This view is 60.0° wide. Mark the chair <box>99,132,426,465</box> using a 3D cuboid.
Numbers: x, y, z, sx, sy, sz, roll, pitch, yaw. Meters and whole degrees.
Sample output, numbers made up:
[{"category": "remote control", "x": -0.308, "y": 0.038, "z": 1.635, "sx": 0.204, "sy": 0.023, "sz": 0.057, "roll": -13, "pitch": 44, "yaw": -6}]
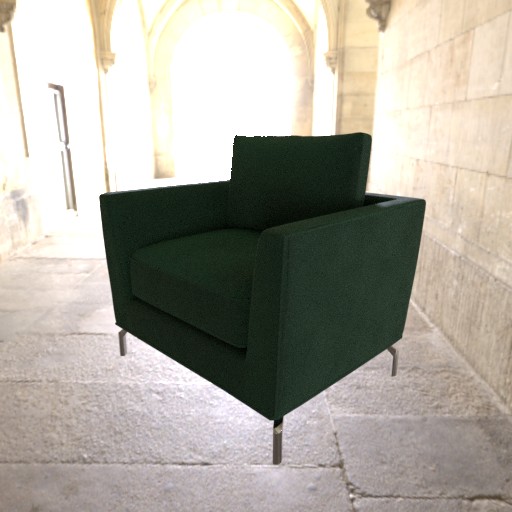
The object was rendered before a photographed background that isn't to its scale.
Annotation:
[{"category": "chair", "x": 0.000, "y": 0.000, "z": 1.850, "sx": 0.852, "sy": 0.997, "sz": 1.047, "roll": -15, "pitch": 22, "yaw": -43}]
